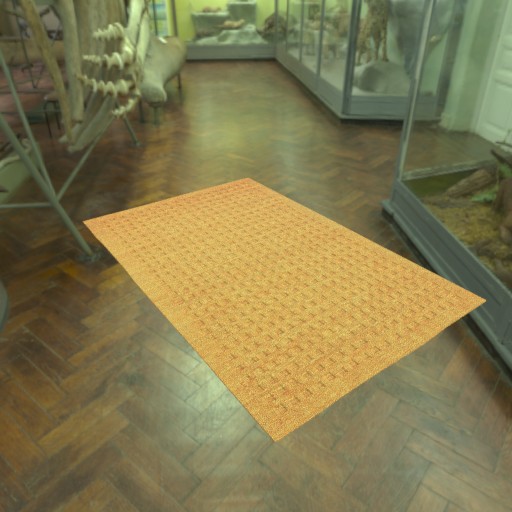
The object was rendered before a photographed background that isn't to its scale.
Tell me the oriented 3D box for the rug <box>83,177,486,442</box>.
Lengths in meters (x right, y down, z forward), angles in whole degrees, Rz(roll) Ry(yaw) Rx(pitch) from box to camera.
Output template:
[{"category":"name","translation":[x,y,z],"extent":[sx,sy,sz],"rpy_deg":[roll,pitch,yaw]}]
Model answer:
[{"category":"rug","translation":[0.000,0.000,2.180],"extent":[1.143,0.006,1.747],"rpy_deg":[-21,37,-30]}]
